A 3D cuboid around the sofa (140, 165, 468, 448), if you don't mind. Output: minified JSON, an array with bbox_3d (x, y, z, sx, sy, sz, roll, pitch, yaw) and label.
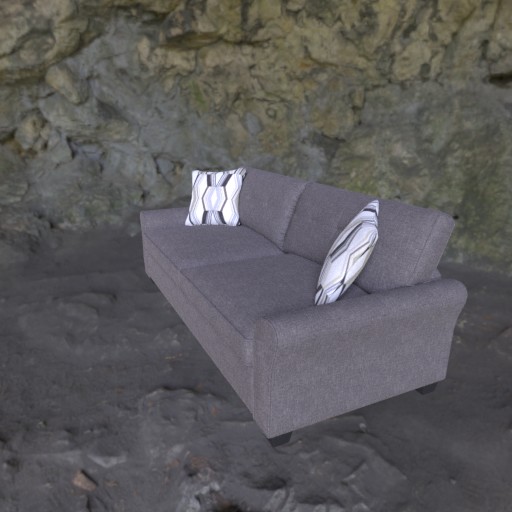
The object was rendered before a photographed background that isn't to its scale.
[{"bbox_3d":[0.000,0.000,2.457,0.889,0.813,2.032,-8,19,-25],"label":"sofa"}]
